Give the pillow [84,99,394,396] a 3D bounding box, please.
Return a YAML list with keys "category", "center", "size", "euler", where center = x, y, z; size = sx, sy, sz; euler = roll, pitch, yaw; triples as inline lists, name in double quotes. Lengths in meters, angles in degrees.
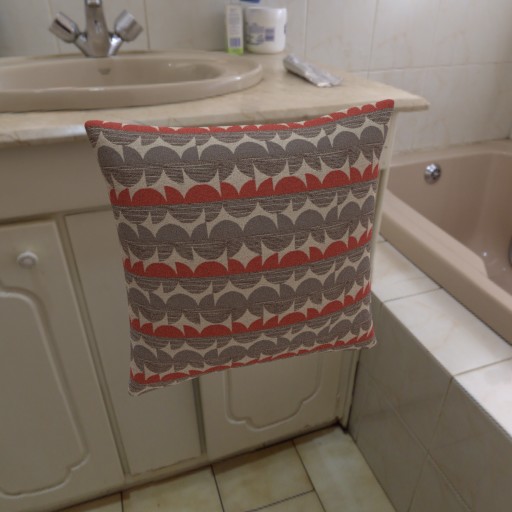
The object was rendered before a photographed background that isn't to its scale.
- category: "pillow"
  center: [0.000, 0.000, 0.650]
  size: [0.420, 0.410, 0.180]
  euler: [-9, 32, -14]
